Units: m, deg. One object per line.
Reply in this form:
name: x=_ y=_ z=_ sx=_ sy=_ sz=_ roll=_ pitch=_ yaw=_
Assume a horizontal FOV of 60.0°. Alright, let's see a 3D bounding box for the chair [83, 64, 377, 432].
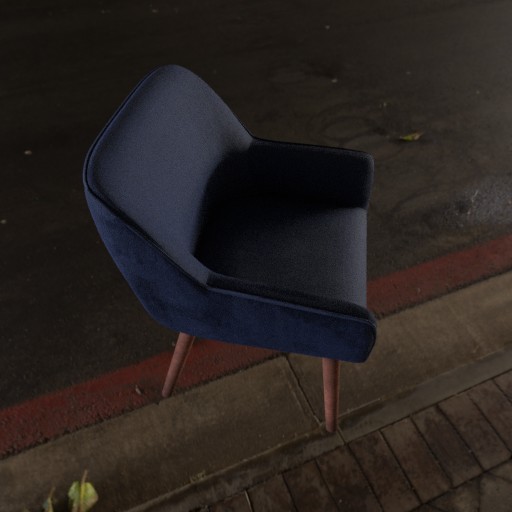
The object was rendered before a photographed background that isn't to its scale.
chair: x=0.000 y=0.000 z=1.198 sx=0.600 sy=0.820 sz=0.600 roll=7 pitch=47 yaw=7
